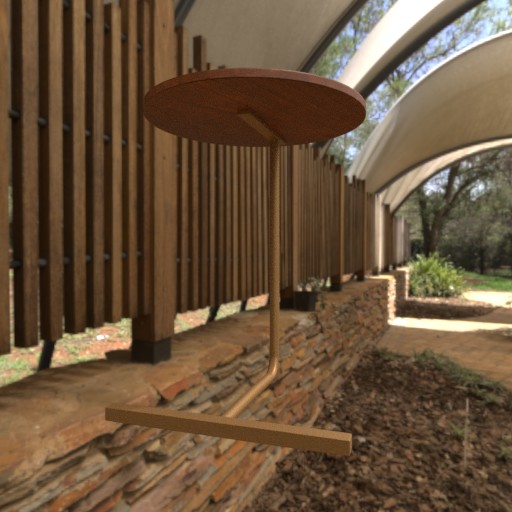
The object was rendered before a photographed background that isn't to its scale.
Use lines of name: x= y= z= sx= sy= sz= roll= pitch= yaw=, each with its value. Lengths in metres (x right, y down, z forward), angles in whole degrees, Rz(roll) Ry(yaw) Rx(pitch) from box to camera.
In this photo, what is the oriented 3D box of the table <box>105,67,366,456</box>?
table: x=0.000 y=0.000 z=1.109 sx=0.530 sy=0.706 sz=0.577 roll=0 pitch=1 yaw=18
